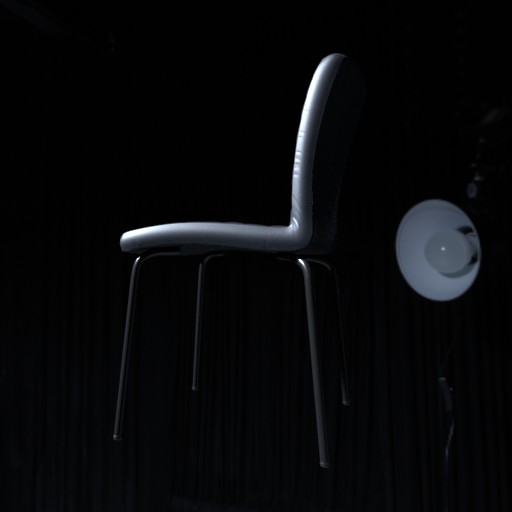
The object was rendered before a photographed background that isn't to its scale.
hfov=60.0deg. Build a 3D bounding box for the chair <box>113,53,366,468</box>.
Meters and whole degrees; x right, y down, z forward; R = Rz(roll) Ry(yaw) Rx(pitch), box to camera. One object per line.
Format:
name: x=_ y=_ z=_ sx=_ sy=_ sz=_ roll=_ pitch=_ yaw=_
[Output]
chair: x=0.000 y=0.000 z=1.179 sx=0.572 sy=0.872 sz=0.450 roll=0 pitch=-1 yaw=17
